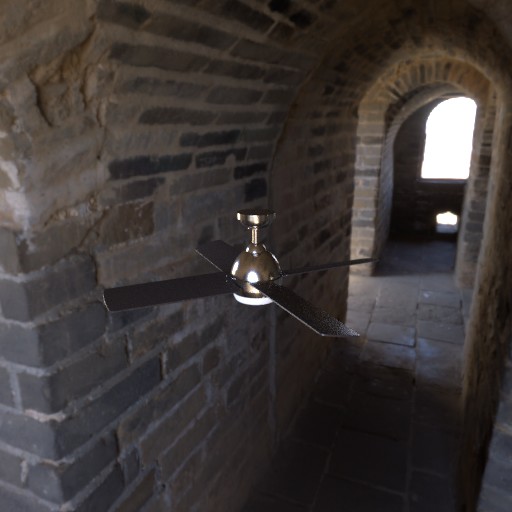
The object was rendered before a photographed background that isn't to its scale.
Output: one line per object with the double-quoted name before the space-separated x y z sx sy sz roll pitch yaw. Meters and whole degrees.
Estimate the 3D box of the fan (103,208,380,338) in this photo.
"fan" 0.000 0.000 2.002 1.332 0.403 1.332 -8 18 -25
